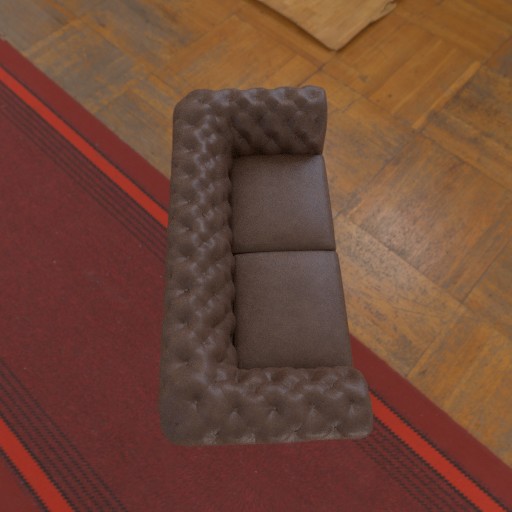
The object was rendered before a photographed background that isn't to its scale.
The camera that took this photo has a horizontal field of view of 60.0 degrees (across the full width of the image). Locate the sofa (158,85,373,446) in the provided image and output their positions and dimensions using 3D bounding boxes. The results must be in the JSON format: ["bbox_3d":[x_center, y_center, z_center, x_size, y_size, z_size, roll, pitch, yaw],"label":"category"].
[{"bbox_3d":[0.000,0.000,2.586,0.955,0.784,2.048,-2,64,-1],"label":"sofa"}]
